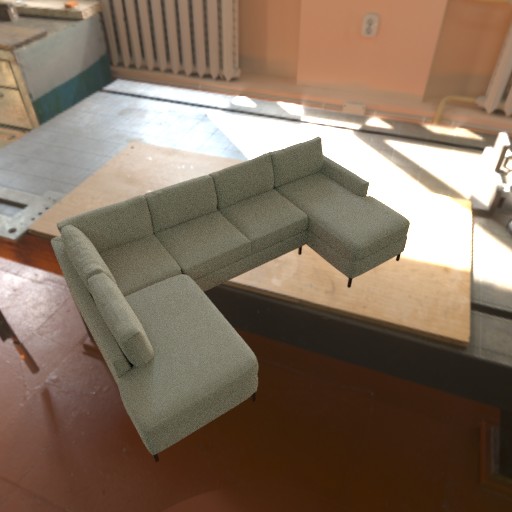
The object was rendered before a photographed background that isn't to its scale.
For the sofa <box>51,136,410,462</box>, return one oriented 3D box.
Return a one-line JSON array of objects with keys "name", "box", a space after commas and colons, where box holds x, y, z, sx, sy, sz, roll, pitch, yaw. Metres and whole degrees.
[{"name": "sofa", "box": [0.000, 0.000, 3.890, 2.984, 0.862, 1.989, -24, 47, -25]}]
